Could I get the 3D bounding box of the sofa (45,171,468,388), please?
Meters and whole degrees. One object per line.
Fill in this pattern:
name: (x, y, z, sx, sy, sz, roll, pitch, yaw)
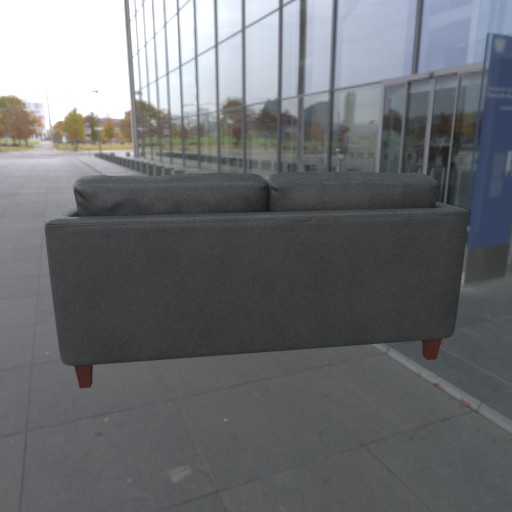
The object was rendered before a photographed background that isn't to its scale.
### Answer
sofa: (0.000, 0.000, 2.413, 1.883, 0.933, 0.951, -2, 15, -9)
